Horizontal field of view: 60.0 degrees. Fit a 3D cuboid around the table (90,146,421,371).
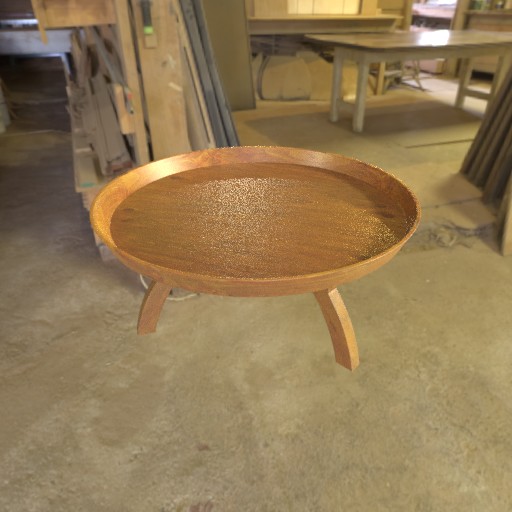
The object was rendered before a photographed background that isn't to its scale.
[{"bbox_3d":[0.000,0.000,1.542,1.016,0.470,1.016,0,31,0],"label":"table"}]
